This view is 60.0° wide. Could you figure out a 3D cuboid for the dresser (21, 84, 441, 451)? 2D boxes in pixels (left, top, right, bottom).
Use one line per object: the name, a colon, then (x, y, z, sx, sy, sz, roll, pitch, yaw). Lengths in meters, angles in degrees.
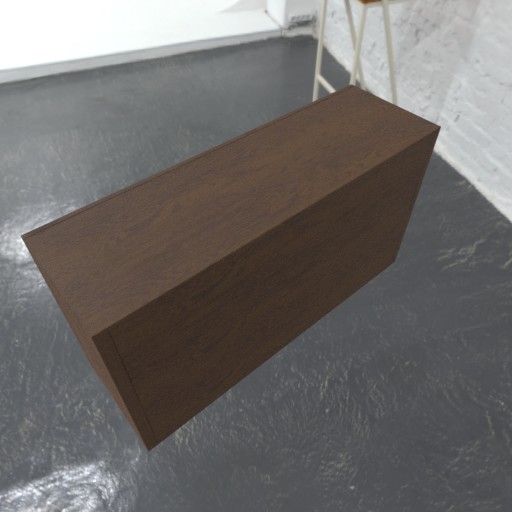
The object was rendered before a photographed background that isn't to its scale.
dresser: (0.000, 0.000, 1.907, 1.523, 0.889, 0.512, -32, 55, -26)
